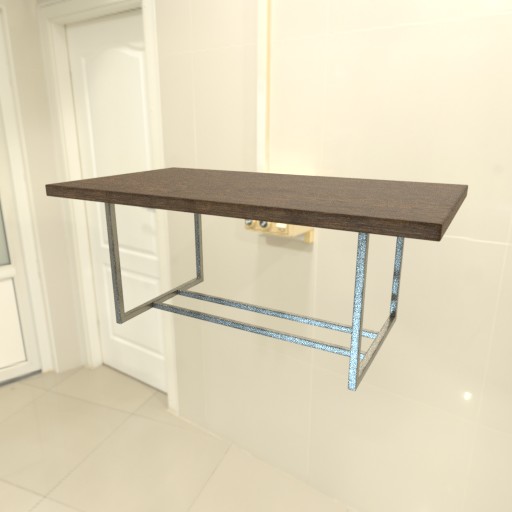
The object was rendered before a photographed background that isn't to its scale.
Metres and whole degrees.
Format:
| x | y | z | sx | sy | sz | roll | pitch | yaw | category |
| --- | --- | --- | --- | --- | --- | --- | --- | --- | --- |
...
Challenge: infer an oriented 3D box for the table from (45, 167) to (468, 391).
| x | y | z | sx | sy | sz | roll | pitch | yaw | category |
| --- | --- | --- | --- | --- | --- | --- | --- | --- | --- |
| 0.000 | 0.000 | 2.481 | 1.989 | 0.795 | 1.078 | 9 | 19 | 27 | table |
